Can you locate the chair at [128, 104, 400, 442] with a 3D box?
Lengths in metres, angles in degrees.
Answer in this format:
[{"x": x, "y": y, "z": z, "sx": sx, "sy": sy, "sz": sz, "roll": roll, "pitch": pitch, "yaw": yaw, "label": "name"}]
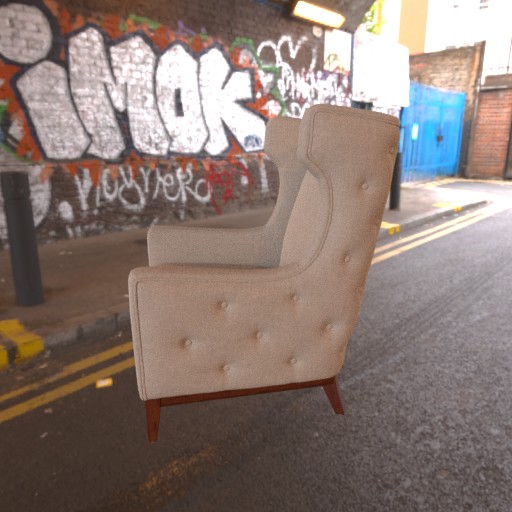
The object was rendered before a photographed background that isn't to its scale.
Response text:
[{"x": 0.000, "y": 0.000, "z": 1.728, "sx": 0.899, "sy": 1.079, "sz": 0.778, "roll": -2, "pitch": 15, "yaw": -8, "label": "chair"}]
